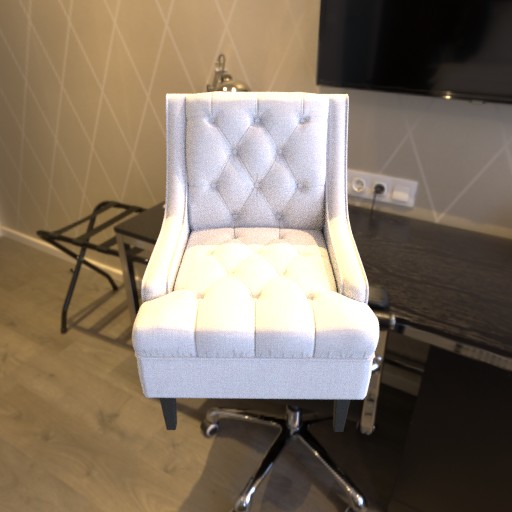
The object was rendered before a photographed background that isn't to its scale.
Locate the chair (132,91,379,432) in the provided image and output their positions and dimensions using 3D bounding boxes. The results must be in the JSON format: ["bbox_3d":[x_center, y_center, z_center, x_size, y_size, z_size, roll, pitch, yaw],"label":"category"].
[{"bbox_3d":[0.000,0.000,1.430,0.658,0.891,0.772,0,30,1],"label":"chair"}]
